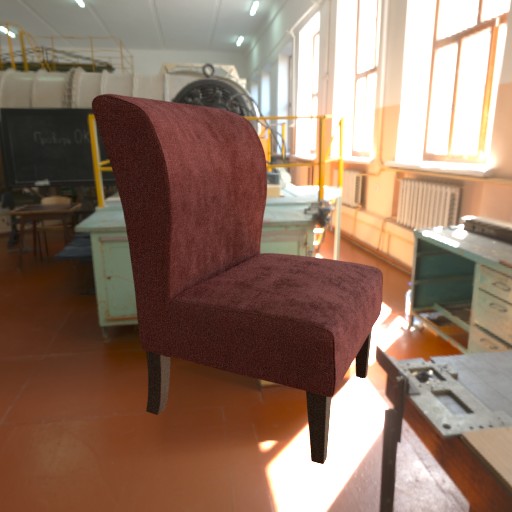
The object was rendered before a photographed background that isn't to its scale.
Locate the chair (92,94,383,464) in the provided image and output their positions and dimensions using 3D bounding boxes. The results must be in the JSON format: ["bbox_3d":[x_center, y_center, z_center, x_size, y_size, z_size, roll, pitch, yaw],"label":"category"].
[{"bbox_3d":[0.000,0.000,1.245,0.640,0.846,0.538,7,16,26],"label":"chair"}]
